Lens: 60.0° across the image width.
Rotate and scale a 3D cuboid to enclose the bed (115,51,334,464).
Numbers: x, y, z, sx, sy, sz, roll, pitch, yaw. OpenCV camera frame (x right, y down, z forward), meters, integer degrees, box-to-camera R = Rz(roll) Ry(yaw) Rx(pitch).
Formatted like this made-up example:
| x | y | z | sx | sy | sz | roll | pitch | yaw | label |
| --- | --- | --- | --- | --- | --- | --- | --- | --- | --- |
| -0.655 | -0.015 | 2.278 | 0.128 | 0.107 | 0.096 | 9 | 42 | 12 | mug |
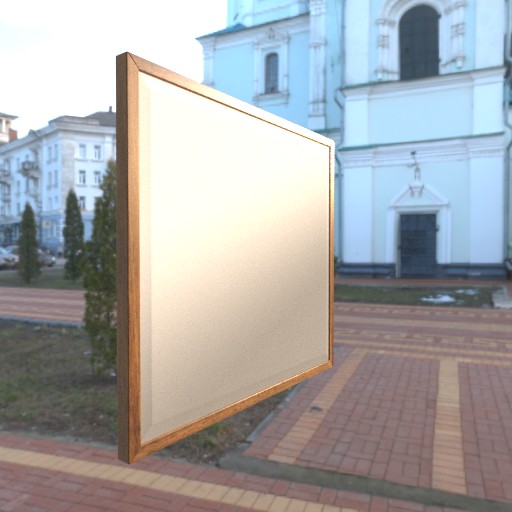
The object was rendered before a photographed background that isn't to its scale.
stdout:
| x | y | z | sx | sy | sz | roll | pitch | yaw | label |
| --- | --- | --- | --- | --- | --- | --- | --- | --- | --- |
| 0.000 | 0.000 | 1.438 | 0.043 | 0.940 | 1.041 | 1 | 1 | 36 | bed |
